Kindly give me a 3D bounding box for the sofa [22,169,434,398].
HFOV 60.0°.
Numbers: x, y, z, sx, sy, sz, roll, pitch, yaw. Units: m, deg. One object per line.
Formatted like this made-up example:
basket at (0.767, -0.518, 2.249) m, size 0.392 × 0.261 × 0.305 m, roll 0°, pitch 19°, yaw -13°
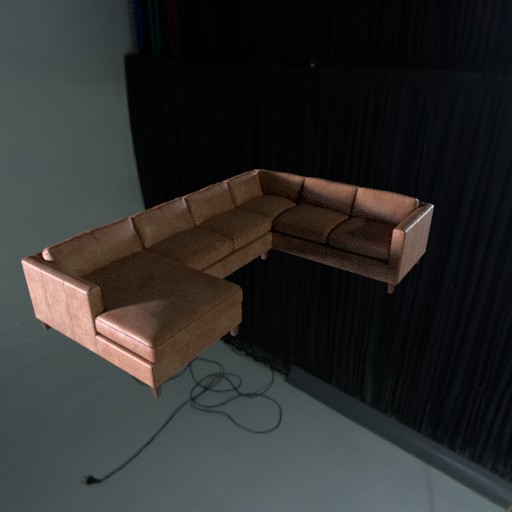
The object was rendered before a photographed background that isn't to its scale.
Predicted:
sofa at (0.000, 0.000, 4.442) m, size 2.430 × 0.832 × 3.401 m, roll 18°, pitch 31°, yaw 32°
